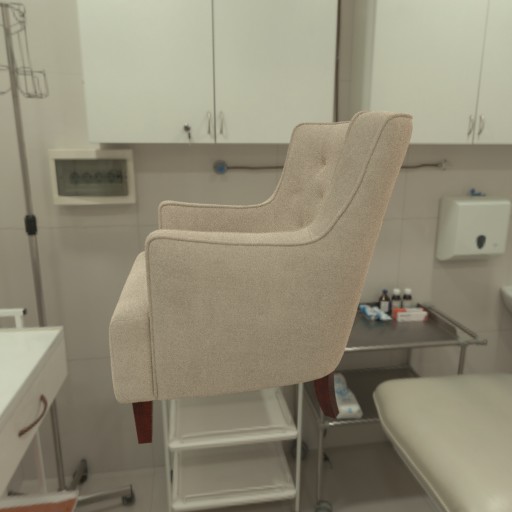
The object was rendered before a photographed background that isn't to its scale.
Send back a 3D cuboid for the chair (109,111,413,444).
[{"bbox_3d":[0.000,0.000,1.534,0.910,0.920,0.781,-2,14,-9],"label":"chair"}]
